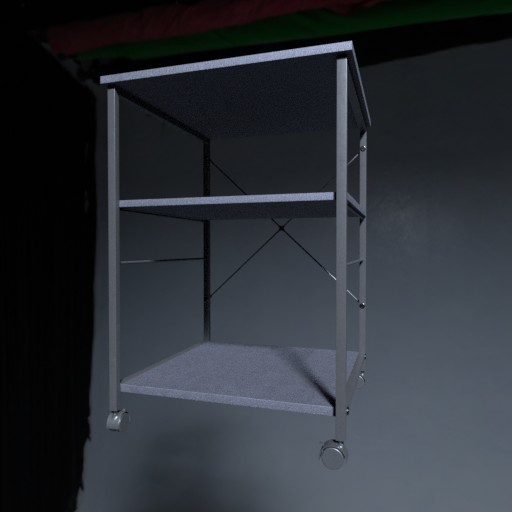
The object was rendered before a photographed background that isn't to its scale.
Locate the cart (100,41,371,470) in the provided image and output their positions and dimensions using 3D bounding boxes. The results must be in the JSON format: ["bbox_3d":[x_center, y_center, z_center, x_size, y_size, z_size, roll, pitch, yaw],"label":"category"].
[{"bbox_3d":[0.000,0.000,1.106,0.521,0.762,0.520,0,1,18],"label":"cart"}]
